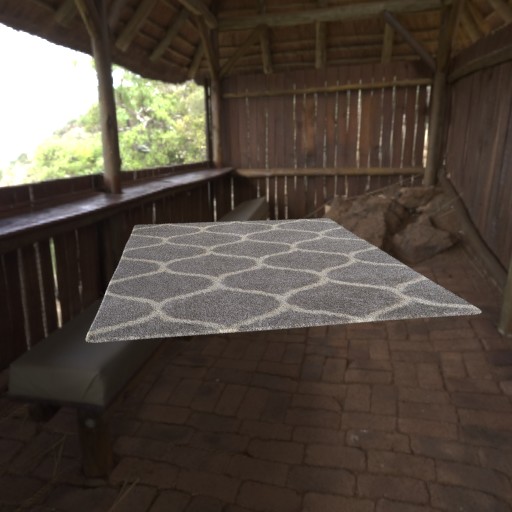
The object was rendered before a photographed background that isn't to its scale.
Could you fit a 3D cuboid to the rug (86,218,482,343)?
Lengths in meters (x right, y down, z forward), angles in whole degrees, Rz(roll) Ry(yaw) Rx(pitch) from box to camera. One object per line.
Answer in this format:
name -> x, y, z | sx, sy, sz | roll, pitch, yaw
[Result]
rug -> 0.000, 0.000, 4.013 | 2.399, 0.026, 3.000 | -3, 16, -9
